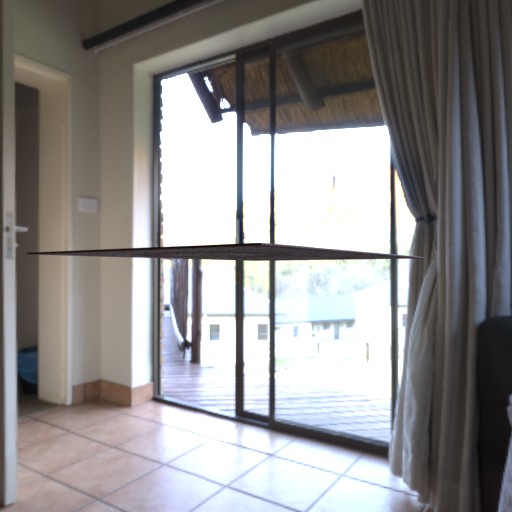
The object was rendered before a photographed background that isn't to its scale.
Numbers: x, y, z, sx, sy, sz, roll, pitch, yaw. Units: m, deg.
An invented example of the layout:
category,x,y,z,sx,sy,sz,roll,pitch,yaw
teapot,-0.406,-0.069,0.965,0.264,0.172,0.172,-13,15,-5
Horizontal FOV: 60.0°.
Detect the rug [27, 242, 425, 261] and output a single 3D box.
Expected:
category,x,y,z,sx,sy,sz,roll,pitch,yaw
rug,0.000,0.000,2.939,1.599,0.011,2.210,-1,-2,35
